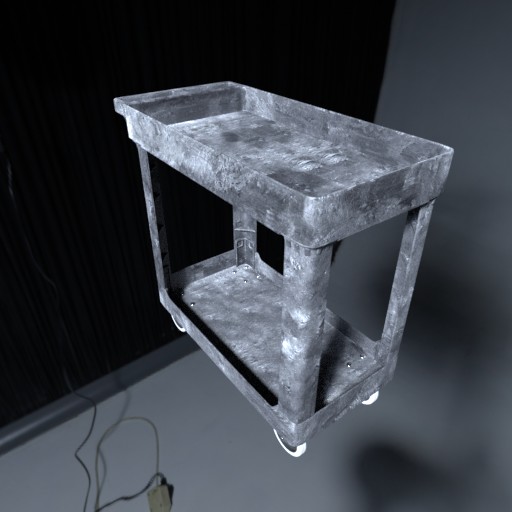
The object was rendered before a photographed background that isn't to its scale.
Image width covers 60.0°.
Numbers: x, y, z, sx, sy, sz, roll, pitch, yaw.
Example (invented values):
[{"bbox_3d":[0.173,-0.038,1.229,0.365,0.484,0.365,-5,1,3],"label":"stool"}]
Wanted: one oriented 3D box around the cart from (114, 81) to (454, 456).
[{"bbox_3d":[0.000,0.000,1.346,0.420,0.824,0.877,-22,39,-30],"label":"cart"}]
